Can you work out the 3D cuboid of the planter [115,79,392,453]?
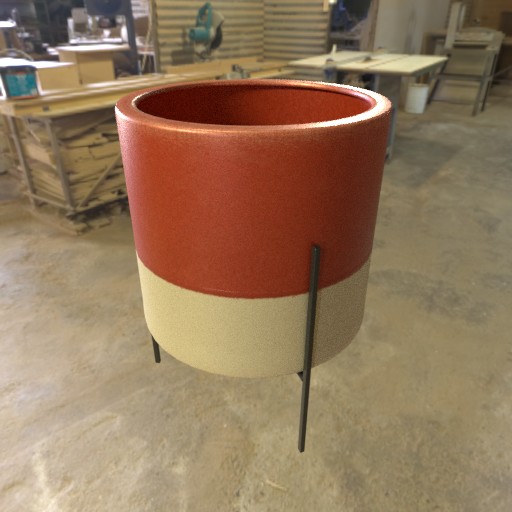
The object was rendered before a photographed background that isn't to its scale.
[{"bbox_3d":[0.000,0.000,0.680,0.345,0.465,0.354,20,35,32],"label":"planter"}]
